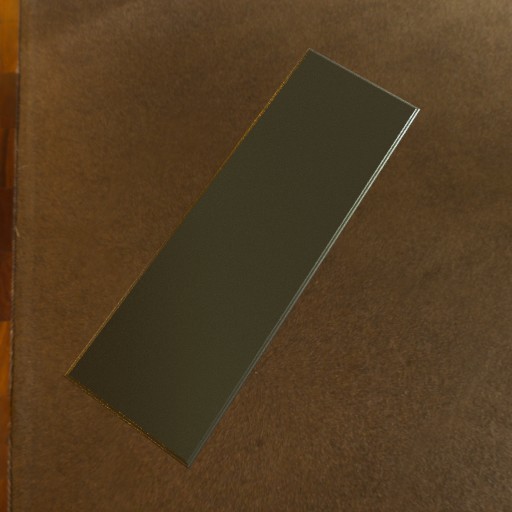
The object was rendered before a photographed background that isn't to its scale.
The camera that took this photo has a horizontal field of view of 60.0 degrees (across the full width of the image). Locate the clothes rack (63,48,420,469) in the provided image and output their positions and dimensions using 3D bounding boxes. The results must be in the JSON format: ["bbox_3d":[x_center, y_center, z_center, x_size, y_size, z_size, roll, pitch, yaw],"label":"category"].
[{"bbox_3d":[0.000,0.000,1.520,0.406,0.556,1.219,33,78,8],"label":"clothes rack"}]
